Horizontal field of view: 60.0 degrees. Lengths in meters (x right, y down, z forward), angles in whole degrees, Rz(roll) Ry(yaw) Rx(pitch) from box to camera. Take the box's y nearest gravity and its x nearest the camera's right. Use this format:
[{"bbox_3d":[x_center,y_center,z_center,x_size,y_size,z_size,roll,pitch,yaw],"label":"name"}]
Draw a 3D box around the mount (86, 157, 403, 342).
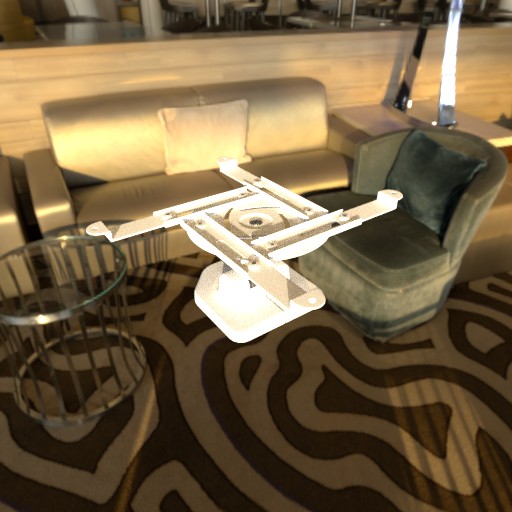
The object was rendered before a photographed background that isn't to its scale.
[{"bbox_3d":[0.000,0.000,0.611,0.394,0.141,0.394,-21,37,-30],"label":"mount"}]
